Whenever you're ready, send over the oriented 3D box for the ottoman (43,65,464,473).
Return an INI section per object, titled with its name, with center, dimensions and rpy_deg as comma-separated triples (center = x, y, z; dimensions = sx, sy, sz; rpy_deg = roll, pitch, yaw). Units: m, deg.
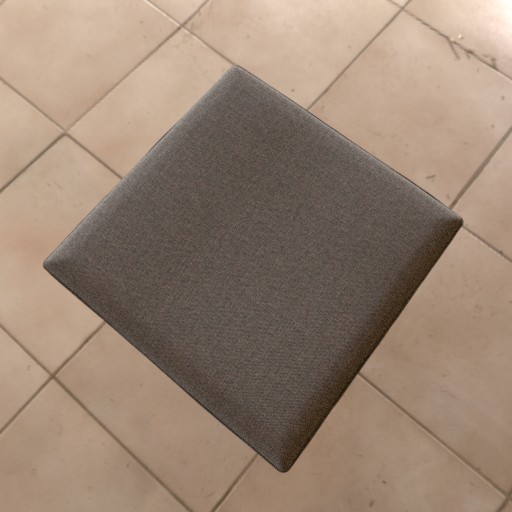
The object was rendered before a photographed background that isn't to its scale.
[ottoman]
center = 0.000, 0.000, 1.616
dimensions = 1.023, 0.423, 1.017
rpy_deg = 38, 77, 10
